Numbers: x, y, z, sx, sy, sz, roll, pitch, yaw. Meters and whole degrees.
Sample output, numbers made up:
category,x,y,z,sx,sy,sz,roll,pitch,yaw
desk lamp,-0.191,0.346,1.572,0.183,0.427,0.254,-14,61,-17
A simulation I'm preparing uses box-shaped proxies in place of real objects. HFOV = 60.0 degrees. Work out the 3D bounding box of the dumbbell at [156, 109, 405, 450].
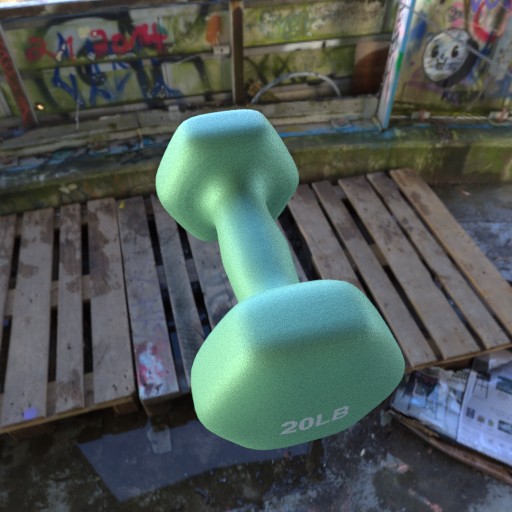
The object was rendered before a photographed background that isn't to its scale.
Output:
category,x,y,z,sx,sy,sz,roll,pitch,yaw
dumbbell,0.000,0.000,0.331,0.129,0.117,0.260,-10,47,-10
